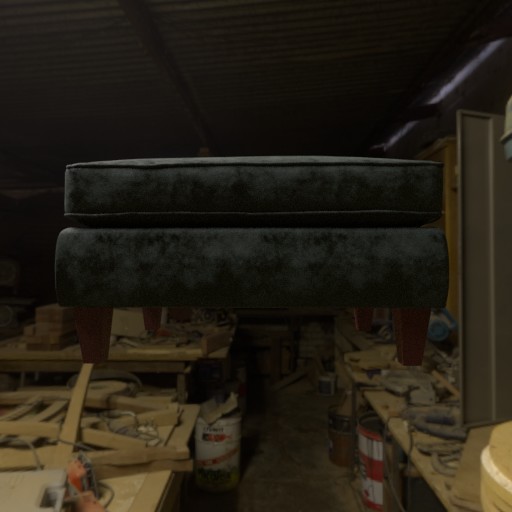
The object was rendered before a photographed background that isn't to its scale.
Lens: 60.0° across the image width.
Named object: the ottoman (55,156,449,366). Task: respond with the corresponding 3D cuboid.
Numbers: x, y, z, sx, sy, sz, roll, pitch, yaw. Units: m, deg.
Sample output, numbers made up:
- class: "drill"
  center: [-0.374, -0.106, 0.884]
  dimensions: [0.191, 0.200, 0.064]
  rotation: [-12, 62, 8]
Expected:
- class: "ottoman"
  center: [0.000, 0.000, 1.263]
  dimensions: [0.864, 0.495, 0.632]
  rotation: [0, -1, 2]
